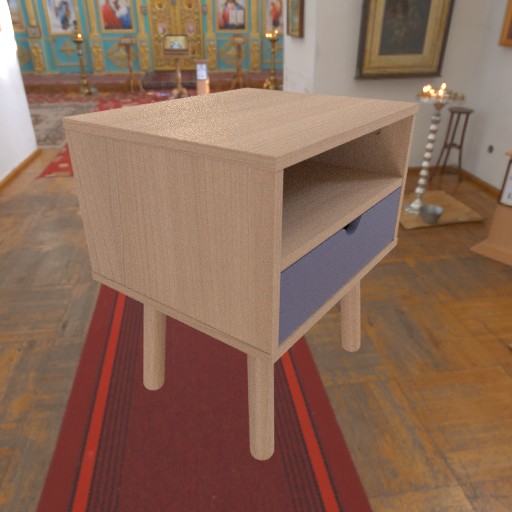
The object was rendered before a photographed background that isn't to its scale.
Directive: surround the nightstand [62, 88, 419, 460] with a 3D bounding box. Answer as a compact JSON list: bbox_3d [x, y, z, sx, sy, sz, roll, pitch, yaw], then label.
[{"bbox_3d":[0.000,0.000,0.835,0.380,0.530,0.450,19,33,32],"label":"nightstand"}]
